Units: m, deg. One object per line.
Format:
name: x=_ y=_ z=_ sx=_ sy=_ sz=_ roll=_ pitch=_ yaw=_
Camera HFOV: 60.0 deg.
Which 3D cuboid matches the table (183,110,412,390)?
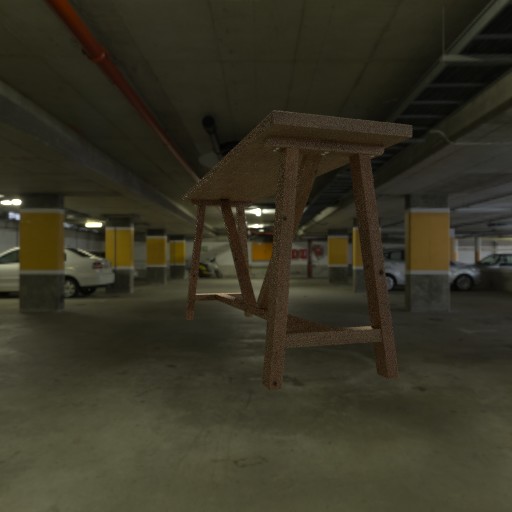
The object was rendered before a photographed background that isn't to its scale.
table: x=0.000 y=0.000 z=2.181 sx=0.465 sy=0.810 sz=1.800 roll=0 pitch=-1 yaw=-18
